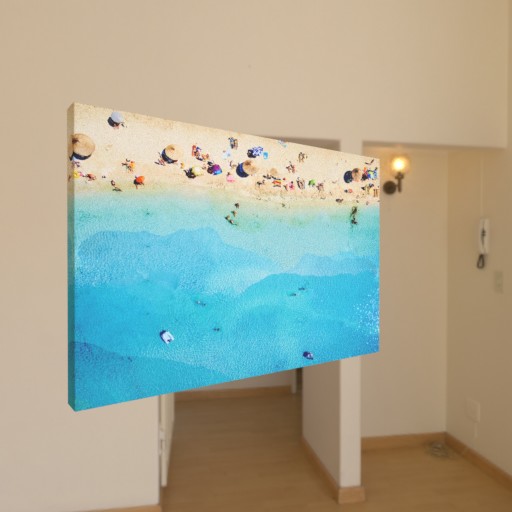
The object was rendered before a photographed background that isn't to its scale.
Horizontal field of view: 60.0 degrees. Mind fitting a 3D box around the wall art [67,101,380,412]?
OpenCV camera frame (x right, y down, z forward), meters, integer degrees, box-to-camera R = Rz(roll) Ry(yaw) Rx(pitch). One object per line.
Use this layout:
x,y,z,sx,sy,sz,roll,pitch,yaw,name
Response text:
0.000,0.000,1.130,0.894,0.595,0.057,0,1,-35,wall art
